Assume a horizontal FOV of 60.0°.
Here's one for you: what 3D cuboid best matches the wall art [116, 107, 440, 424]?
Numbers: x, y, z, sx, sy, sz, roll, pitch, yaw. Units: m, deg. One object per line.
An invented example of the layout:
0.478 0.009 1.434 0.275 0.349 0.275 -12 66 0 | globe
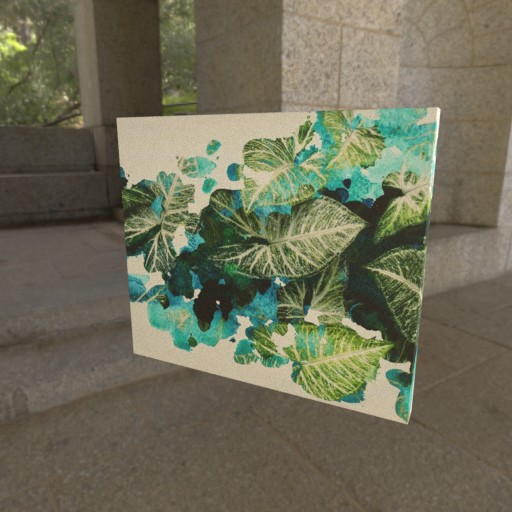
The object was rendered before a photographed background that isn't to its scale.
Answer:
0.000 0.000 0.712 0.507 0.435 0.041 7 16 25 | wall art
